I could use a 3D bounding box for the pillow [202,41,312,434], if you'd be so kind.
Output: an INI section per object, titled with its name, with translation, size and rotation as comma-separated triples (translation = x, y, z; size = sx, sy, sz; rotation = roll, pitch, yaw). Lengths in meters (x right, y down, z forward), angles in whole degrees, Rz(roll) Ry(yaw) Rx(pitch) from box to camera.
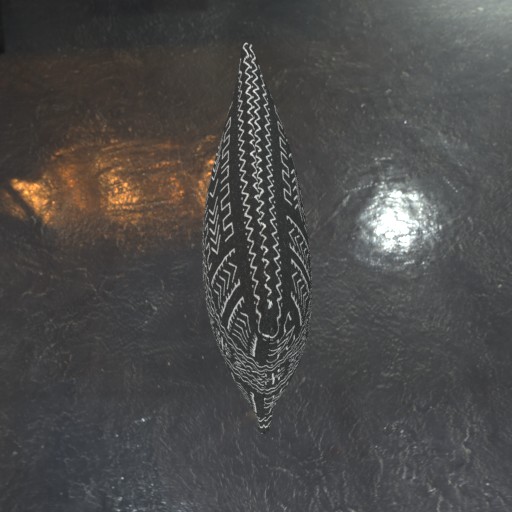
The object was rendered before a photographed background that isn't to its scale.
[pillow]
translation = 0.000, 0.000, 0.674
size = 0.164, 0.430, 0.438
rotation = -3, 58, -2
